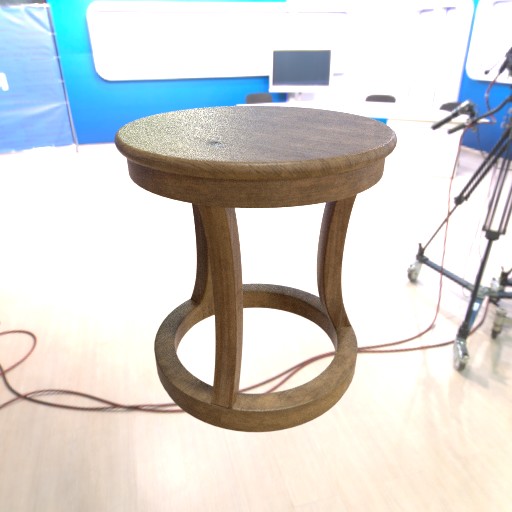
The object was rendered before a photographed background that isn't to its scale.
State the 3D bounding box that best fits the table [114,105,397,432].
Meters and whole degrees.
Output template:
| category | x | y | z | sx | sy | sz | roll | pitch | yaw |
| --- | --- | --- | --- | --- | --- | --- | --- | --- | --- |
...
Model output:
| category | x | y | z | sx | sy | sz | roll | pitch | yaw |
| --- | --- | --- | --- | --- | --- | --- | --- | --- | --- |
| table | 0.000 | 0.000 | 0.804 | 0.432 | 0.460 | 0.432 | 0 | 27 | 0 |
